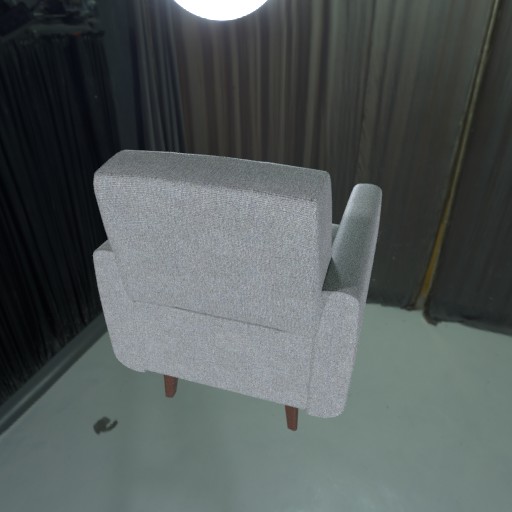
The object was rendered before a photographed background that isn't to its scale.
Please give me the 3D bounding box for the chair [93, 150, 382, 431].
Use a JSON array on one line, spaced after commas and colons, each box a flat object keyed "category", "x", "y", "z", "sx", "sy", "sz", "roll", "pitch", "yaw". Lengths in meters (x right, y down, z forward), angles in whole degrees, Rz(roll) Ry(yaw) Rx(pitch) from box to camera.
[{"category": "chair", "x": 0.000, "y": 0.000, "z": 1.670, "sx": 0.845, "sy": 0.968, "sz": 0.942, "roll": 9, "pitch": 32, "yaw": 15}]
